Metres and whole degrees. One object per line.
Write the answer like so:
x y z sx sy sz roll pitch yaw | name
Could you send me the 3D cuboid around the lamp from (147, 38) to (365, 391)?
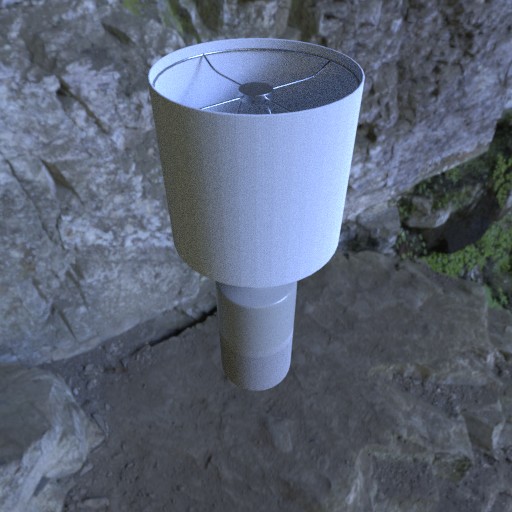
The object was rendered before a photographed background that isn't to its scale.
0.000 0.000 0.602 0.212 0.493 0.212 -26 48 -26 | lamp
